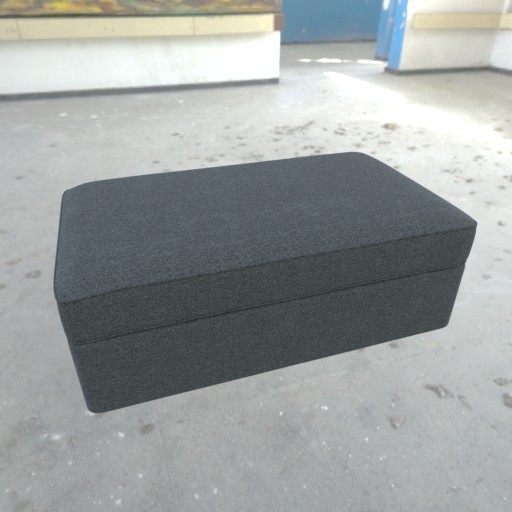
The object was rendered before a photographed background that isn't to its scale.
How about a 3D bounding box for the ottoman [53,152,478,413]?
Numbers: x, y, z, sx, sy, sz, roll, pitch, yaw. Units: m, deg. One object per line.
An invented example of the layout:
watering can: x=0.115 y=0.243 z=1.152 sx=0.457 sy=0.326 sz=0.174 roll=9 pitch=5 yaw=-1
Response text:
ottoman: x=0.000 y=0.000 z=1.500 sx=1.173 sy=0.494 sz=0.681 roll=-10 pitch=33 yaw=-16
